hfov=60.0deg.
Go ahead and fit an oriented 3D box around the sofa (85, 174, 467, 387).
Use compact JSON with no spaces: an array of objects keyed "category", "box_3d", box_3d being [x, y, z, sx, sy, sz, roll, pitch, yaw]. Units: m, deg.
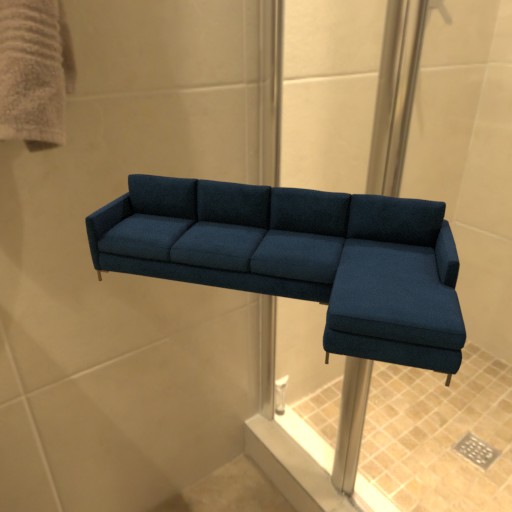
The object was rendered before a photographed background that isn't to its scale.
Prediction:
[{"category":"sofa","box_3d":[0.000,0.000,3.465,2.932,0.810,1.350,7,28,14]}]
